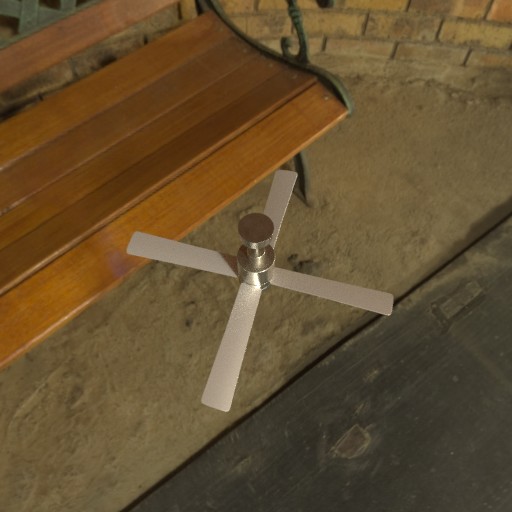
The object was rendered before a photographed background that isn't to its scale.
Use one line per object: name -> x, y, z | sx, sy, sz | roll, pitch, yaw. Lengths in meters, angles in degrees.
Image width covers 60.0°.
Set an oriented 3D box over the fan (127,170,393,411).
fan -> 0.000, 0.000, 2.332 | 1.525, 0.539, 1.525 | 14, 61, 8
